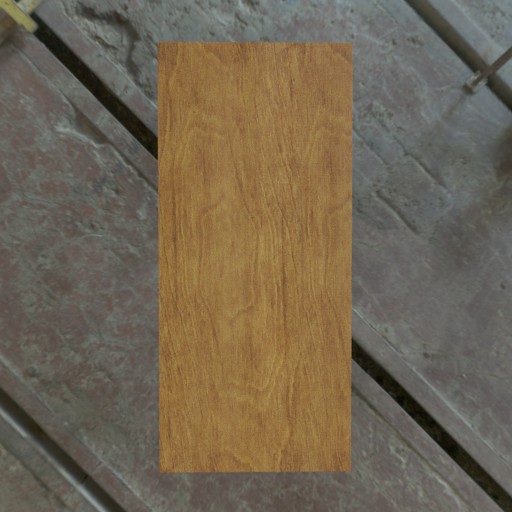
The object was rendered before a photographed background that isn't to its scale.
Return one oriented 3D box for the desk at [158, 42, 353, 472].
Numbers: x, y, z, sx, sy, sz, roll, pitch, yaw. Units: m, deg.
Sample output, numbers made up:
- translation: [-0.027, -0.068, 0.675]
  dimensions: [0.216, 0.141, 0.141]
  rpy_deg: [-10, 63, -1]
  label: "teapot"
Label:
- translation: [0.000, 0.000, 1.428]
  dimensions: [0.470, 0.762, 1.016]
  rpy_deg: [0, 91, -1]
  label: "desk"
